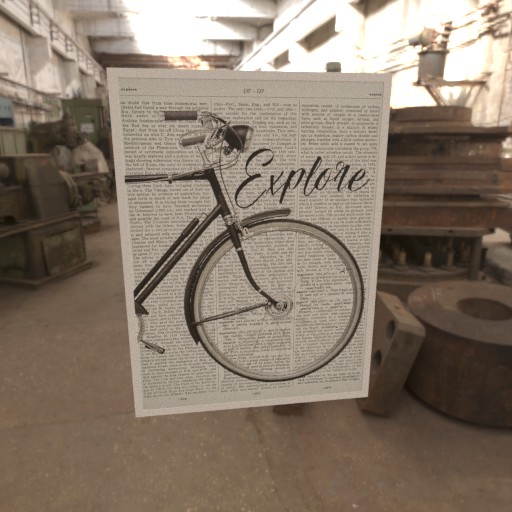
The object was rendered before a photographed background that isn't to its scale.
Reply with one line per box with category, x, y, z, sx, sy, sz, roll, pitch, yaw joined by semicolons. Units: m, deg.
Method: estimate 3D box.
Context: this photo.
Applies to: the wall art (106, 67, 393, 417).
wall art;0.000;0.000;0.784;0.457;0.610;0.003;-2;16;-8
